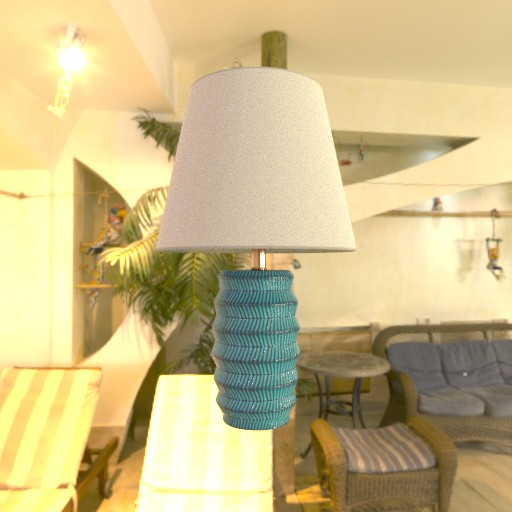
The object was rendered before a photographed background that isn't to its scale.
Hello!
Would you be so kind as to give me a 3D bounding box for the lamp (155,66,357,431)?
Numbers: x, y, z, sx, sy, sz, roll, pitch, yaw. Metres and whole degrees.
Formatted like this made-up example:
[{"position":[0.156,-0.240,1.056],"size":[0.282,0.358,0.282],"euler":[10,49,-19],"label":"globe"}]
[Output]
[{"position":[0.000,0.000,0.799],"size":[0.355,0.582,0.355],"euler":[0,-1,0],"label":"lamp"}]
